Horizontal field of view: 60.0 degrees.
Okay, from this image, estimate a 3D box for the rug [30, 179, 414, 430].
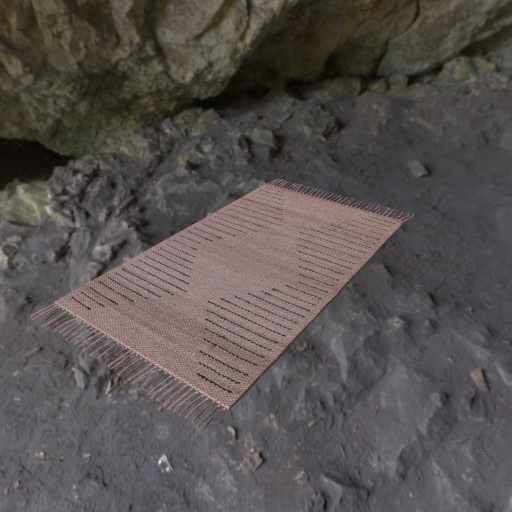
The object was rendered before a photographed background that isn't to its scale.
[{"bbox_3d":[0.000,0.000,2.049,0.905,0.017,1.718,21,37,30],"label":"rug"}]
